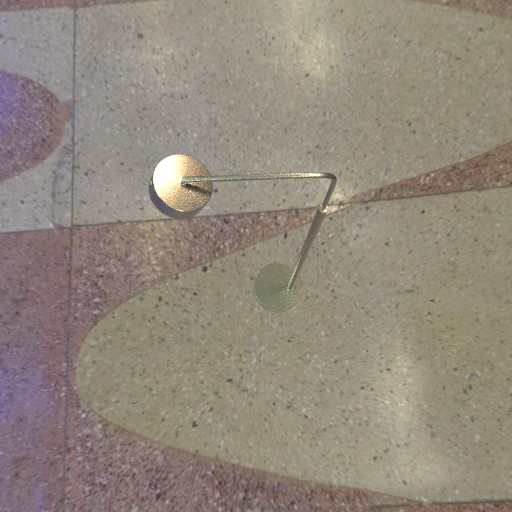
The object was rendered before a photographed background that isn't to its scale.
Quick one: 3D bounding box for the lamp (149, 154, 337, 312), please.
[{"bbox_3d":[0.000,0.000,1.438,0.421,1.250,0.222,-2,76,-1],"label":"lamp"}]
